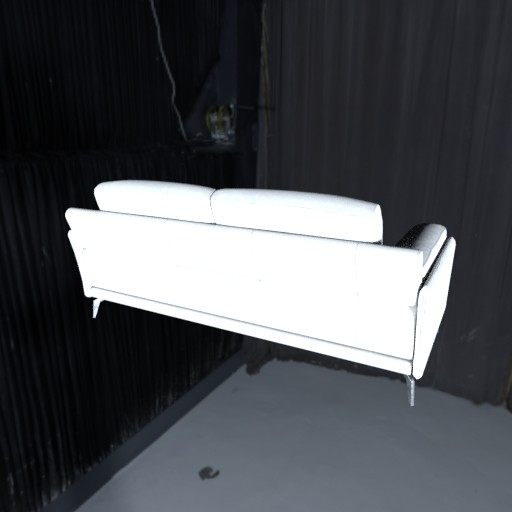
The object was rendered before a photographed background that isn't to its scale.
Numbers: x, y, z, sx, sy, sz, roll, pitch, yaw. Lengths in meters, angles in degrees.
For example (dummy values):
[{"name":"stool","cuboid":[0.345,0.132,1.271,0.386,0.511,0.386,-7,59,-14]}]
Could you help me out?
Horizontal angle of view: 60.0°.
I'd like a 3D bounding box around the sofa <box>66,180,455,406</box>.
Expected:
[{"name":"sofa","cuboid":[0.000,0.000,2.662,2.101,0.930,1.049,9,18,27]}]
